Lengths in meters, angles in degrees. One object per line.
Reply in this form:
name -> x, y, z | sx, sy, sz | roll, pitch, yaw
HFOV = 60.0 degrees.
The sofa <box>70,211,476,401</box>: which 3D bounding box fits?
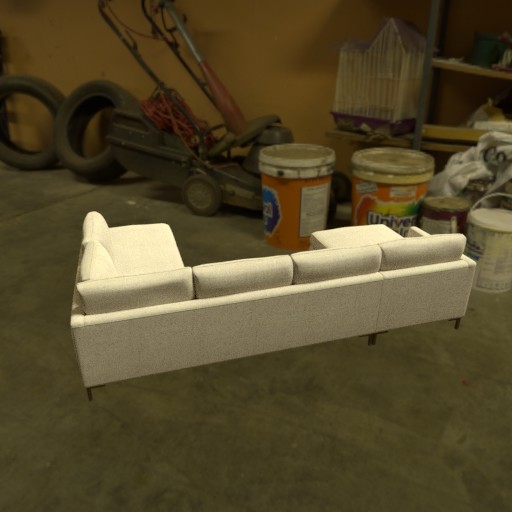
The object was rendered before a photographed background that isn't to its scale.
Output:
sofa -> 0.000, 0.000, 3.639 | 2.737, 0.756, 1.879 | -7, 26, -15
